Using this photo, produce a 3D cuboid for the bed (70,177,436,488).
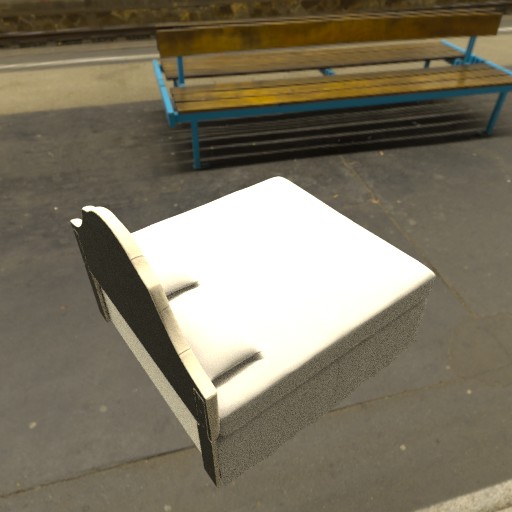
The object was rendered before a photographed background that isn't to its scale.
[{"bbox_3d":[0.000,0.000,3.413,2.086,1.555,2.012,-26,46,-28],"label":"bed"}]
